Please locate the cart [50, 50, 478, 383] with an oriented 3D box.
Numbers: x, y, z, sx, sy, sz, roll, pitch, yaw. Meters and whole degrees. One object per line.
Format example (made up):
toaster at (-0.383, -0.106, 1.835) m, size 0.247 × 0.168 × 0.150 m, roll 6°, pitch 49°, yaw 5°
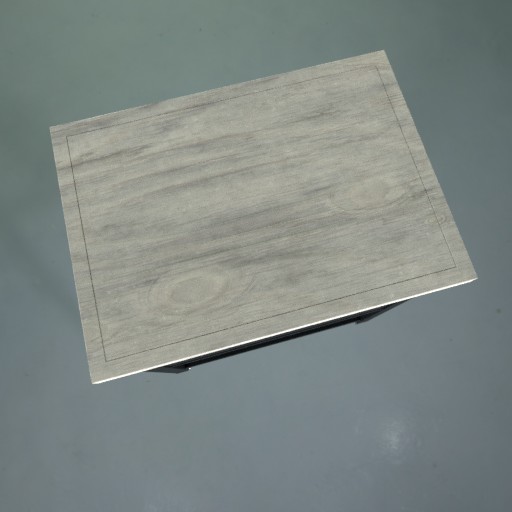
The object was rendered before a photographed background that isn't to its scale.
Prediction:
cart at (0.000, 0.000, 1.383) m, size 0.797 × 0.920 × 0.567 m, roll -15°, pitch 75°, yaw -4°
